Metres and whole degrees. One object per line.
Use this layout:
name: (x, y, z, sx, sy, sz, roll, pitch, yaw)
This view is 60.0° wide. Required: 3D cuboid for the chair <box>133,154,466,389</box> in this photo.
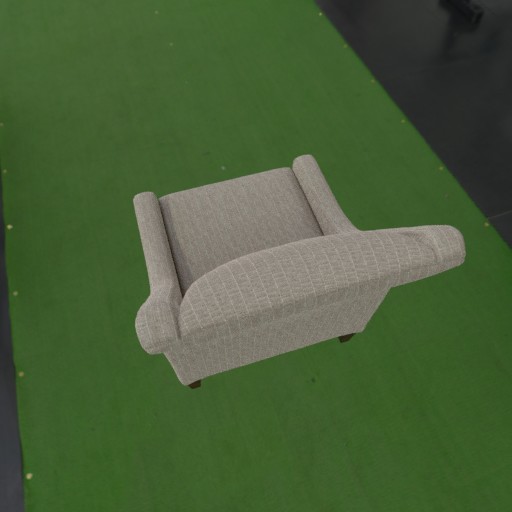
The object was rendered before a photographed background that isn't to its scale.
chair: (0.000, 0.000, 1.567, 0.774, 1.014, 0.870, -15, 59, -9)
